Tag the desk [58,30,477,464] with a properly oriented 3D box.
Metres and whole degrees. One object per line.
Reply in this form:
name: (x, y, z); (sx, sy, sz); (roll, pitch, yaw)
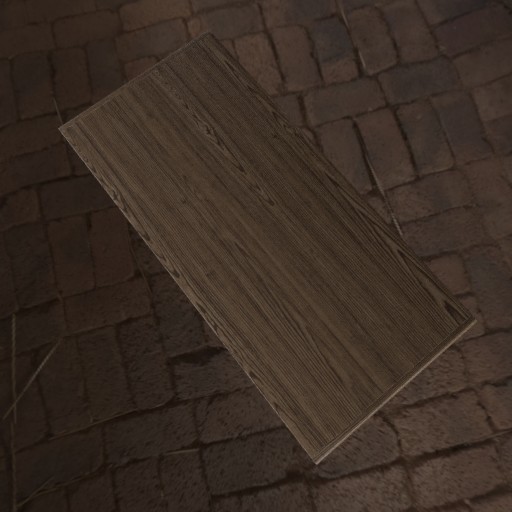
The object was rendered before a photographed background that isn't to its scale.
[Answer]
desk: (0.000, 0.000, 1.483); (0.508, 0.755, 1.067); (-38, 78, -9)
